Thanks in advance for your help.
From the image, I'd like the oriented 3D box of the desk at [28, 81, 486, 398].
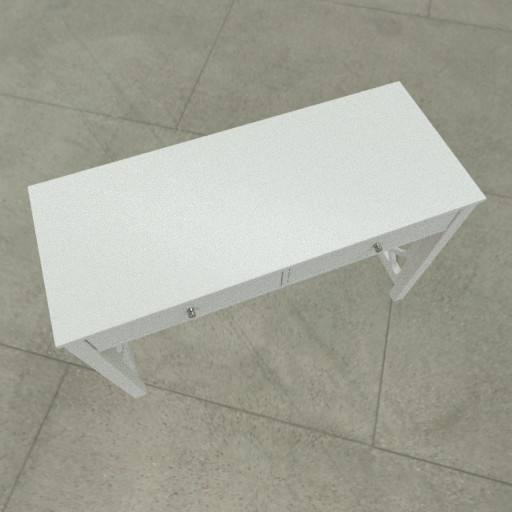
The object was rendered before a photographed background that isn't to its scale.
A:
[{"bbox_3d":[0.000,0.000,1.579,1.191,0.762,0.504,-19,64,-9],"label":"desk"}]
